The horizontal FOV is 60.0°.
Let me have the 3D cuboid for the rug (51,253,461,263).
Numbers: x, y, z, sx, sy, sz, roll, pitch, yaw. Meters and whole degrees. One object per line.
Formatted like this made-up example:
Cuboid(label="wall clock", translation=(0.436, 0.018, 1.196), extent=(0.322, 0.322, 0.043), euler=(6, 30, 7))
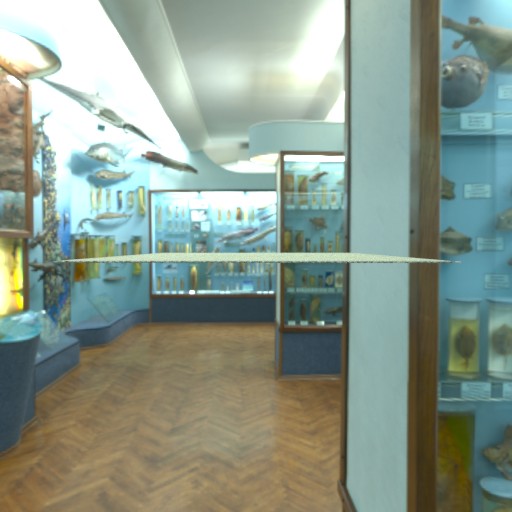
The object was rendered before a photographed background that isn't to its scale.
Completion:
Cuboid(label="rug", translation=(0.000, 0.000, 4.104), extent=(2.444, 0.013, 3.043), euler=(0, 1, 1))
